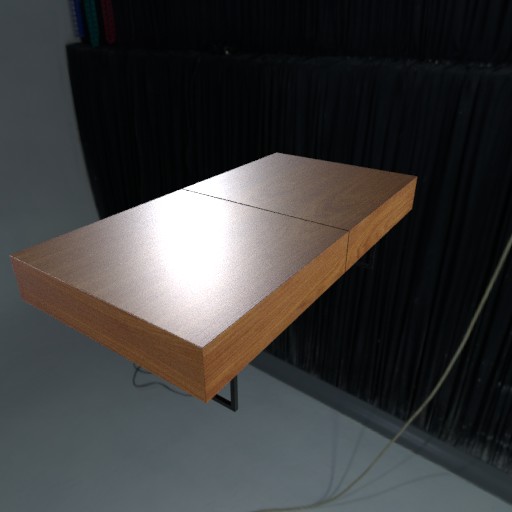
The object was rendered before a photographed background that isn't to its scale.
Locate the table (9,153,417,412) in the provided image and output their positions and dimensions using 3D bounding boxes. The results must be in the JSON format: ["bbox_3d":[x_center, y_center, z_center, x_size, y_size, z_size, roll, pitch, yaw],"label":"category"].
[{"bbox_3d":[0.000,0.000,1.419,0.610,0.330,1.194,18,32,31],"label":"table"}]
